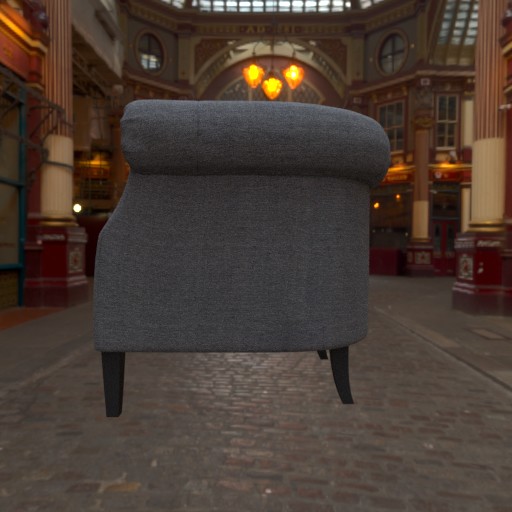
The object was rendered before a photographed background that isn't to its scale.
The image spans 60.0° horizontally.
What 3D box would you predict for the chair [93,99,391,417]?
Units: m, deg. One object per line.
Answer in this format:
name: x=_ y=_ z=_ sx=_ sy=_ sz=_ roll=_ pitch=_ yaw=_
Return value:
chair: x=0.000 y=0.000 z=1.506 sx=0.852 sy=0.827 sz=0.905 roll=0 pitch=2 yaw=1
